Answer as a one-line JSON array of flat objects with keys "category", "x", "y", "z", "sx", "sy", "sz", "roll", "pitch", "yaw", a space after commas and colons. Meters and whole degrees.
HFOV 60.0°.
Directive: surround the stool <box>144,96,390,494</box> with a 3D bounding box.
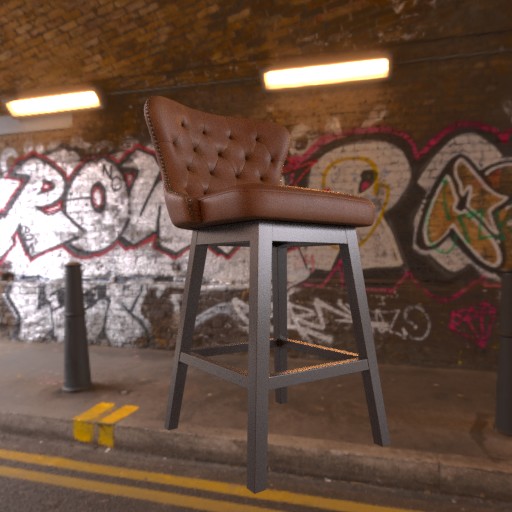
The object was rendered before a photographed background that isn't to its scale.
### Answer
[{"category": "stool", "x": 0.000, "y": 0.000, "z": 1.265, "sx": 0.528, "sy": 0.971, "sz": 0.593, "roll": 1, "pitch": -1, "yaw": -35}]
